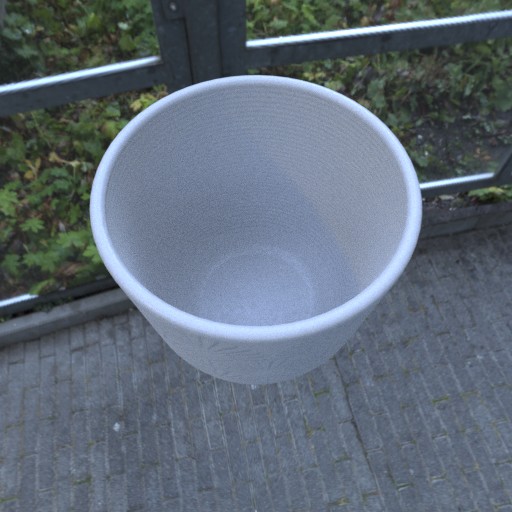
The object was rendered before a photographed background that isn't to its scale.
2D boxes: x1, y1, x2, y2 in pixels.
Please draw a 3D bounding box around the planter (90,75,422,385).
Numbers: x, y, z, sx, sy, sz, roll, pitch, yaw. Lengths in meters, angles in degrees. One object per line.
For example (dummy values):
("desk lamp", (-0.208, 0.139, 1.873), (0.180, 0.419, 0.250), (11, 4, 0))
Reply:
("planter", (0.000, 0.000, 0.294), (0.170, 0.152, 0.170), (0, 60, 0))
